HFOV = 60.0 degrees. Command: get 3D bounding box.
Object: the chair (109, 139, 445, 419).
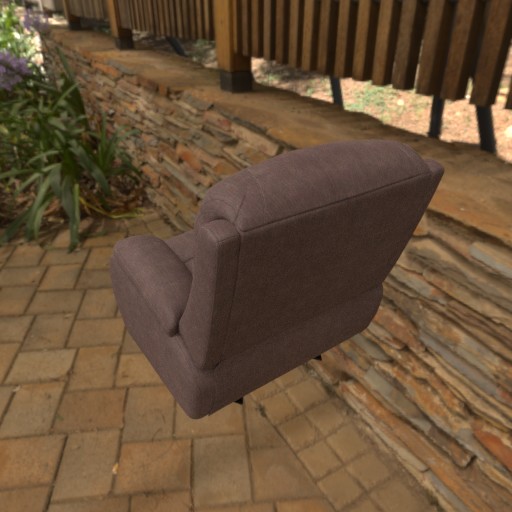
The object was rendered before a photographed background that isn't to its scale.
[{"bbox_3d":[0.000,0.000,1.715,0.930,1.011,0.899,-20,36,-30],"label":"chair"}]
